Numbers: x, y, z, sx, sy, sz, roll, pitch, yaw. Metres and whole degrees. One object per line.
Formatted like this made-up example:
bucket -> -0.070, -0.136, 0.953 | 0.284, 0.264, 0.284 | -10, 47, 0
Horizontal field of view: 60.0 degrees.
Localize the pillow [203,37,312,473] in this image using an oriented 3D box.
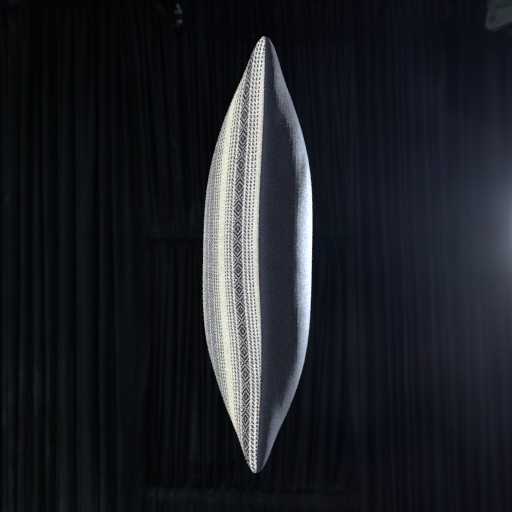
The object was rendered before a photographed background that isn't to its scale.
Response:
pillow -> 0.000, 0.000, 0.768 | 0.166, 0.508, 0.520 | 0, 0, -1
